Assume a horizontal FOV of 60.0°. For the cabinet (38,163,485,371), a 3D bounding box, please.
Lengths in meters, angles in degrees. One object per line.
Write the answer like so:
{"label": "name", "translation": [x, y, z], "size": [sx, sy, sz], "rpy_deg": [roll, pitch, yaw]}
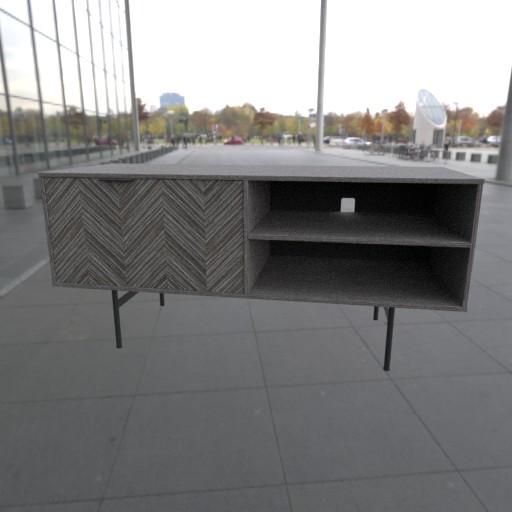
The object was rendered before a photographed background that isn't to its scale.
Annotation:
{"label": "cabinet", "translation": [0.000, 0.000, 1.566], "size": [1.300, 0.599, 0.500], "rpy_deg": [3, 15, 10]}
